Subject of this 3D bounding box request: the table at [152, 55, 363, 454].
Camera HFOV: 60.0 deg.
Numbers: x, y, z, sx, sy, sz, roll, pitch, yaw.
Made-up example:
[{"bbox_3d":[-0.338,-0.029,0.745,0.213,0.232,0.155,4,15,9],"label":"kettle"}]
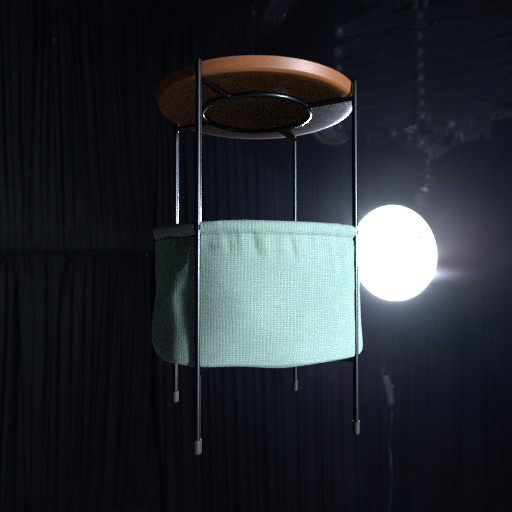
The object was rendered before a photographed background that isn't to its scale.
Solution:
[{"bbox_3d":[0.000,0.000,0.874,0.400,0.623,0.400,0,-1,-17],"label":"table"}]
